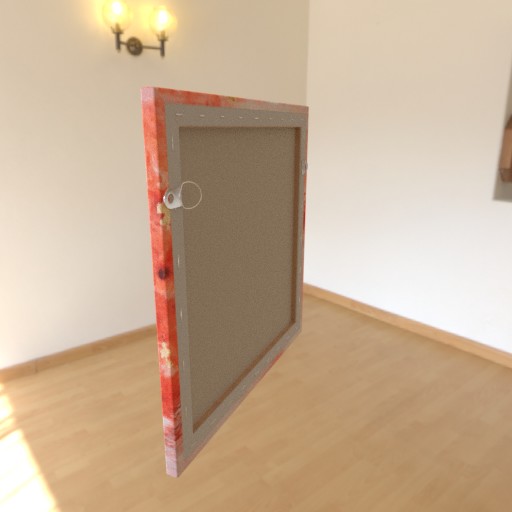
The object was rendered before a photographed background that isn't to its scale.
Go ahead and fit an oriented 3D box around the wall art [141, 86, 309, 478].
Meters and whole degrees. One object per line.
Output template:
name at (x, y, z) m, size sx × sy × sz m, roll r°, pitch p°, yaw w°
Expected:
wall art at (0.000, 0.000, 1.316) m, size 0.066 × 0.878 × 0.878 m, roll 8°, pitch 18°, yaw 24°
